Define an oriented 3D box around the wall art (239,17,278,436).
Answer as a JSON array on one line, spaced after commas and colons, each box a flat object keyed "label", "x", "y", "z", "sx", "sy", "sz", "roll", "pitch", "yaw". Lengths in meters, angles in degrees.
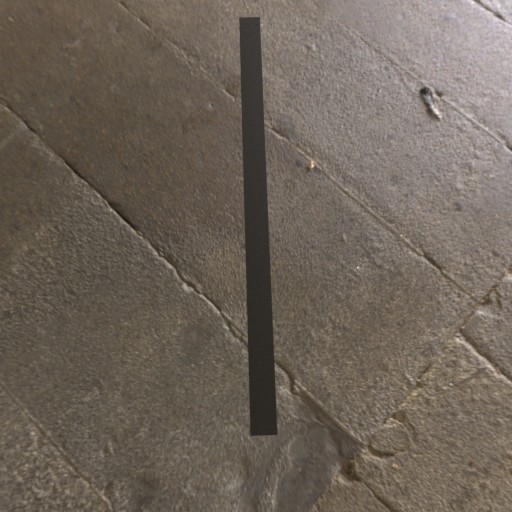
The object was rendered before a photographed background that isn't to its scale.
[{"label": "wall art", "x": 0.000, "y": 0.000, "z": 1.143, "sx": 0.042, "sy": 0.766, "sz": 0.769, "roll": -2, "pitch": 75, "yaw": 0}]
